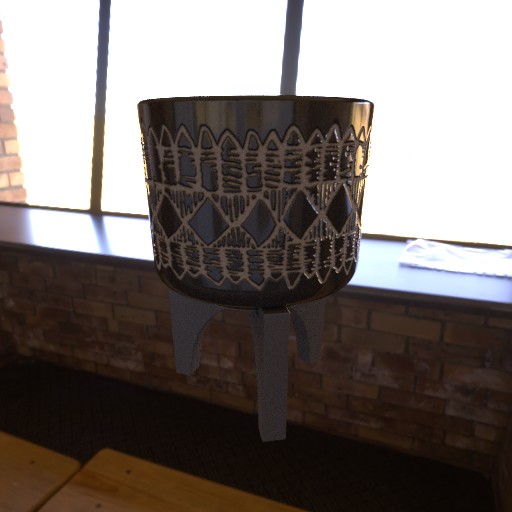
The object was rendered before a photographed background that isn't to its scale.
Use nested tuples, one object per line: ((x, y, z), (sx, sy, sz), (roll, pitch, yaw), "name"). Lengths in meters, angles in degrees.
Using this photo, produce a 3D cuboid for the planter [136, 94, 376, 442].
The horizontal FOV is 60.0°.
((0.000, 0.000, 0.270), (0.129, 0.177, 0.129), (0, 16, 0), "planter")
